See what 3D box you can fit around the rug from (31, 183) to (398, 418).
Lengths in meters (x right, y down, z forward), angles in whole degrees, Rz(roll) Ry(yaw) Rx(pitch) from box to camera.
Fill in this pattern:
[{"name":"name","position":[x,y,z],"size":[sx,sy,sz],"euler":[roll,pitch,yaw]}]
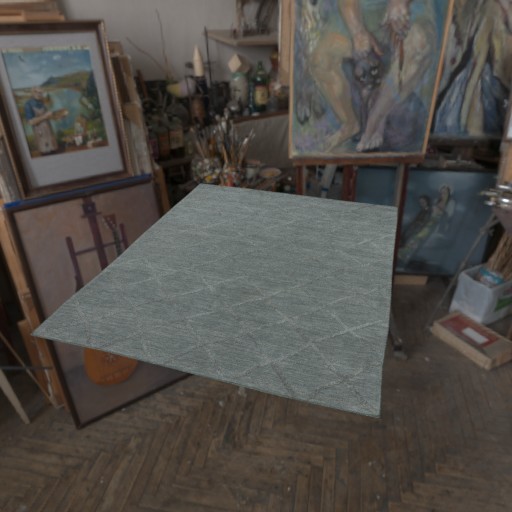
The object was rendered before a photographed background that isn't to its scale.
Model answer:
[{"name":"rug","position":[0.000,0.000,4.074],"size":[2.438,0.013,3.048],"euler":[9,32,15]}]
